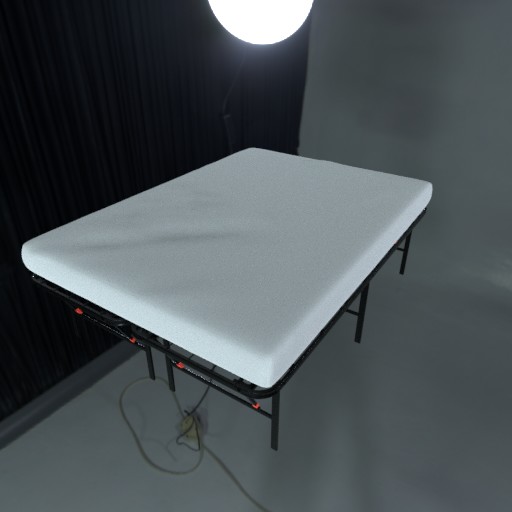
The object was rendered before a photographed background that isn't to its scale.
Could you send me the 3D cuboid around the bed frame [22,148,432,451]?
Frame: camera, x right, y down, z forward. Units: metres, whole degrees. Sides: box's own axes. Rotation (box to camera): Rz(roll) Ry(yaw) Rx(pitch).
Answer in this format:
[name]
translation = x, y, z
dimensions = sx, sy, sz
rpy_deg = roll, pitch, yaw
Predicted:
[bed frame]
translation = 0.000, 0.000, 2.497
dimensions = 1.372, 0.637, 1.905
rpy_deg = 19, 35, 29
